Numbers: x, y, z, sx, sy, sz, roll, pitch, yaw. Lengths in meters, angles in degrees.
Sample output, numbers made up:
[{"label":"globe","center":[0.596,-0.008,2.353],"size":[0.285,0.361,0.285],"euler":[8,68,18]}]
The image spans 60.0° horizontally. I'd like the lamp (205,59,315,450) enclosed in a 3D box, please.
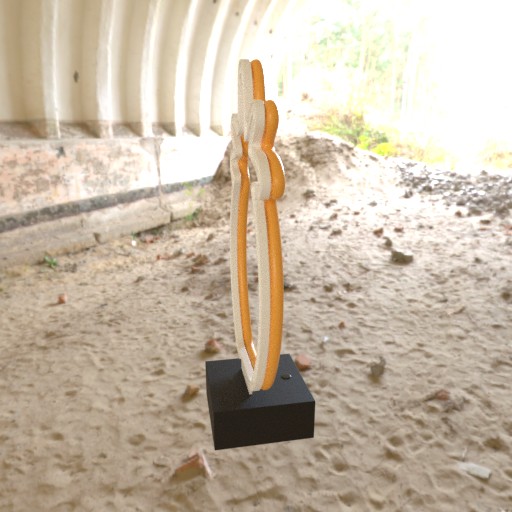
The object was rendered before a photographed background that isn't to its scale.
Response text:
[{"label":"lamp","center":[0.000,0.000,0.386],"size":[0.088,0.317,0.167],"euler":[-3,16,-10]}]
